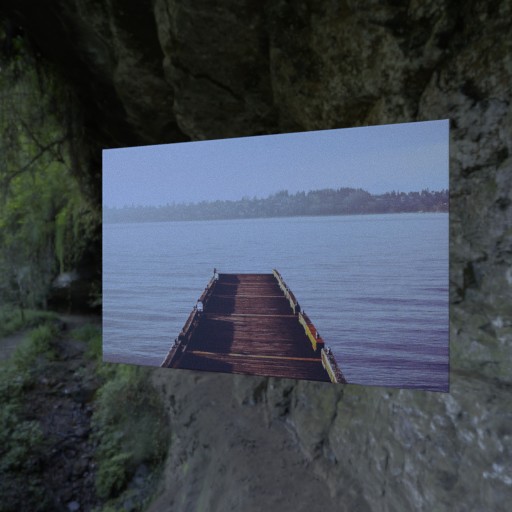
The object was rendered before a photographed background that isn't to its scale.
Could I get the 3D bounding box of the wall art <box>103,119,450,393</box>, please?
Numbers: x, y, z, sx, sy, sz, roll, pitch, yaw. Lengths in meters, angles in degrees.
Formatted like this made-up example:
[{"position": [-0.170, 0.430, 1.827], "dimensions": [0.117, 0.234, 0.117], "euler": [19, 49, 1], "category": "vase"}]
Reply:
[{"position": [0.000, 0.000, 1.433], "dimensions": [1.149, 0.765, 0.040], "euler": [0, 0, 18], "category": "wall art"}]
